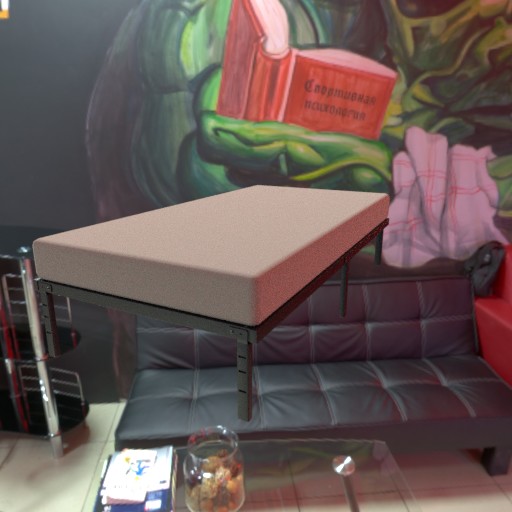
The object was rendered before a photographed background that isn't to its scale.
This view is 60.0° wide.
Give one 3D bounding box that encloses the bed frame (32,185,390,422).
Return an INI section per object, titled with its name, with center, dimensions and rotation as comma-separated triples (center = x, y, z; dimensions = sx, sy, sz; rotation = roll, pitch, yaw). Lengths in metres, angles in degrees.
[bed frame]
center = 0.000, 0.000, 3.261
dimensions = 1.393, 0.680, 2.635
rotation = 8, 18, 26
